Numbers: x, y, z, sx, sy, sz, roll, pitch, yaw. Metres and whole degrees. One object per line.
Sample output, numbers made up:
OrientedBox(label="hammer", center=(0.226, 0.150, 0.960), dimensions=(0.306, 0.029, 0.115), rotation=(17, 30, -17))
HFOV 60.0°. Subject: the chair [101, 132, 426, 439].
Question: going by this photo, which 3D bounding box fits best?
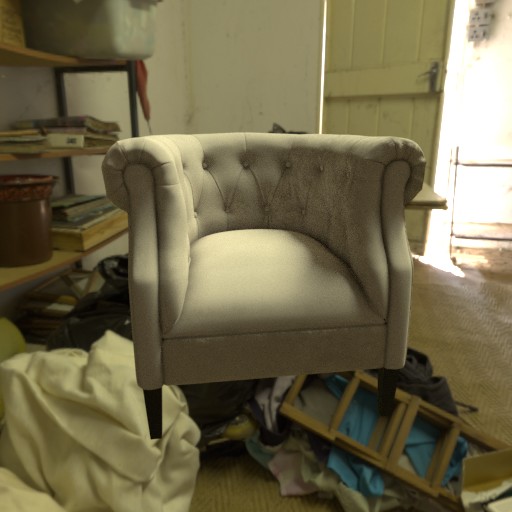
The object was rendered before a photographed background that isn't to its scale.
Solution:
OrientedBox(label="chair", center=(0.000, 0.000, 1.557), dimensions=(0.904, 0.826, 0.851), rotation=(-2, 17, -8))
